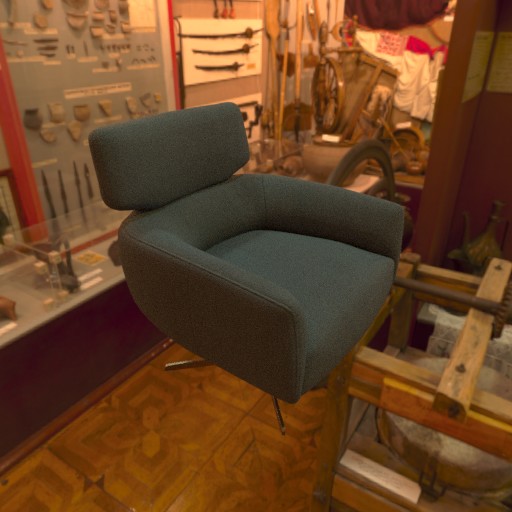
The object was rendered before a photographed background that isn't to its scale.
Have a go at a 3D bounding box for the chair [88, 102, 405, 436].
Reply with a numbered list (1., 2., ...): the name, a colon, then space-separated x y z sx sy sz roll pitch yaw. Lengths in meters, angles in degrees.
1. chair: 0.000 0.000 1.392 0.761 0.813 0.738 18 32 30
